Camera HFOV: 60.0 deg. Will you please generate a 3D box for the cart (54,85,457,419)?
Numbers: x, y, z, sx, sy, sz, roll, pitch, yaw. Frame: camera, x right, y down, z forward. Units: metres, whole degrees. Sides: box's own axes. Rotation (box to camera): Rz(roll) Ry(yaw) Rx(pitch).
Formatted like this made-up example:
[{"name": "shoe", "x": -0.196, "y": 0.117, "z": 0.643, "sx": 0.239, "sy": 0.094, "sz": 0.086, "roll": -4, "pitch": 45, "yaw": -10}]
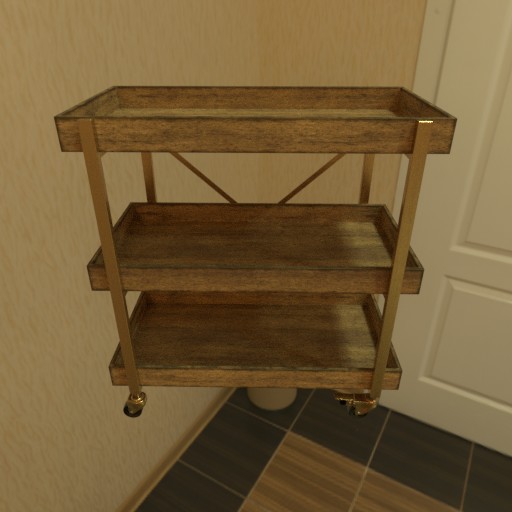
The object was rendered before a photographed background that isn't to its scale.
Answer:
[{"name": "cart", "x": 0.000, "y": 0.000, "z": 1.179, "sx": 0.750, "sy": 0.799, "sz": 0.416, "roll": 1, "pitch": 29, "yaw": 1}]
